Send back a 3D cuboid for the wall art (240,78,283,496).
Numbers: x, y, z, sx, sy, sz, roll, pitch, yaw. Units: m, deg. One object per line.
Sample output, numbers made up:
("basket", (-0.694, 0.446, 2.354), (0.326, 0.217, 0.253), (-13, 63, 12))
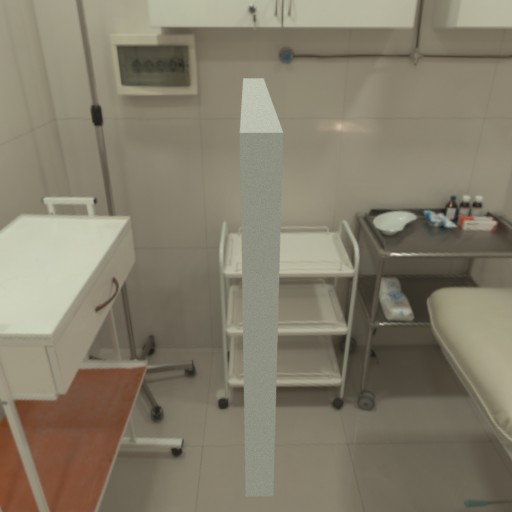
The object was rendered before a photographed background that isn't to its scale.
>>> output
("wall art", (0.000, 0.000, 0.518), (0.027, 0.355, 0.355), (-1, 27, -1))
